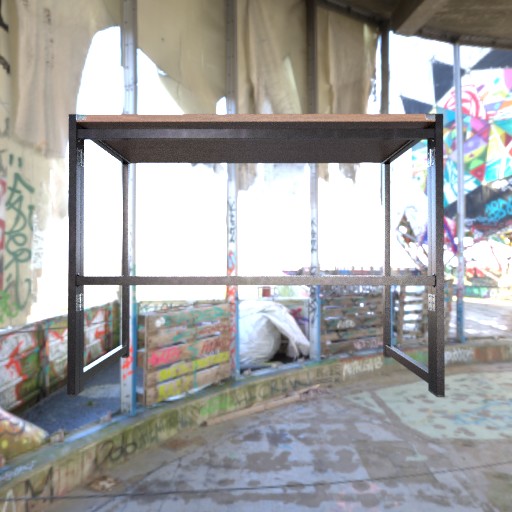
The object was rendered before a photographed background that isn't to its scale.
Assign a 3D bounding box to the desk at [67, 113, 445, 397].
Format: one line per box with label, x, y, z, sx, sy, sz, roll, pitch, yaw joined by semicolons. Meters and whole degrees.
desk;0.000;0.000;1.445;1.016;0.762;0.508;0;-1;0
